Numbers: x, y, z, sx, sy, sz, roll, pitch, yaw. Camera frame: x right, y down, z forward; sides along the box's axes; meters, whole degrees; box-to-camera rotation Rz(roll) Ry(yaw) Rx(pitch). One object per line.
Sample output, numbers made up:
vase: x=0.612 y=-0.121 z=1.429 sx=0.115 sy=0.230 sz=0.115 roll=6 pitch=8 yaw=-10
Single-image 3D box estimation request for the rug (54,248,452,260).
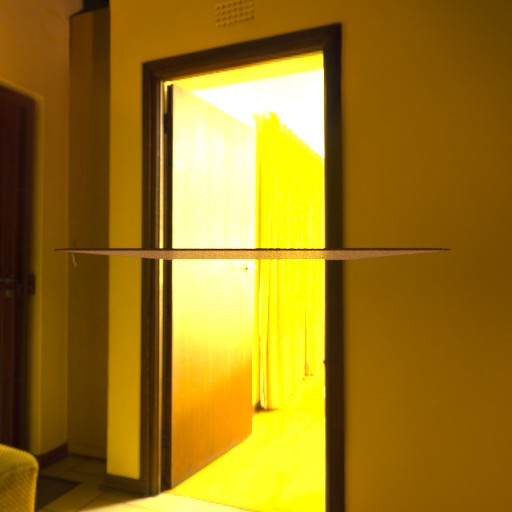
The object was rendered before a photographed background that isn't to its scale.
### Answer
rug: x=0.000 y=0.000 z=2.890 sx=1.609 sy=0.013 sz=2.214 roll=0 pitch=-1 yaw=1
